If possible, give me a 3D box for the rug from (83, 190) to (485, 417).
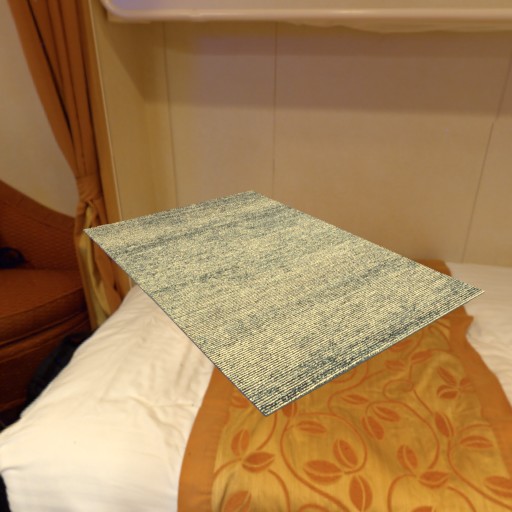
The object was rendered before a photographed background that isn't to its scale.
[{"bbox_3d":[0.000,0.000,3.019,1.624,0.030,2.349,-18,32,-32],"label":"rug"}]
